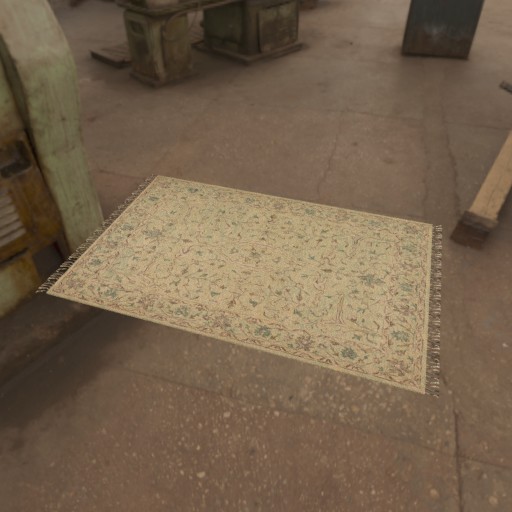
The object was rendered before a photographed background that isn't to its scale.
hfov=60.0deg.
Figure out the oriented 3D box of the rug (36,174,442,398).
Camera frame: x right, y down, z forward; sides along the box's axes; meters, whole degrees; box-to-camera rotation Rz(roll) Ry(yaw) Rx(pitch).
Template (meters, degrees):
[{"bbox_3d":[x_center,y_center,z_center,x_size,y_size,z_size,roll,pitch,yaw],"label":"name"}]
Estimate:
[{"bbox_3d":[0.000,0.000,3.060,2.435,0.010,1.544,12,42,14],"label":"rug"}]
